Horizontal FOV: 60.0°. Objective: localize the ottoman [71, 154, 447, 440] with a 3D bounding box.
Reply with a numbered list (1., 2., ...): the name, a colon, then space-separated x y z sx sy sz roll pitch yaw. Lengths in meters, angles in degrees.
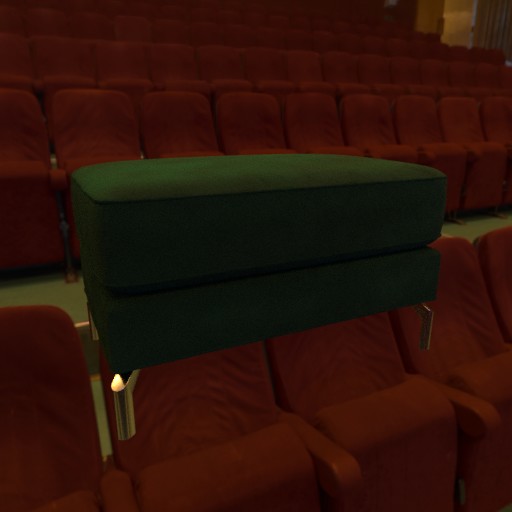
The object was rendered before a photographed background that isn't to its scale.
1. ottoman: 0.000 0.000 1.228 0.886 0.533 0.536 -8 19 -25
